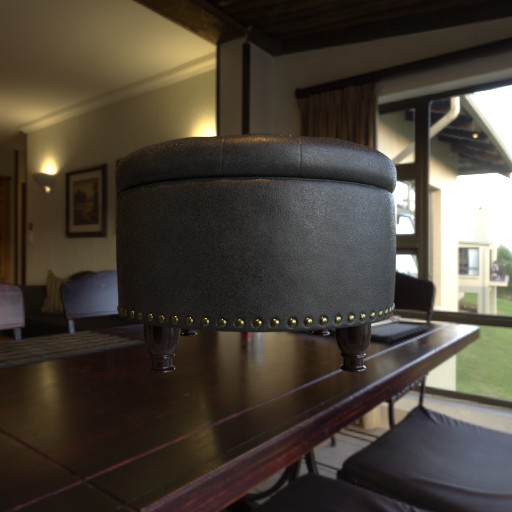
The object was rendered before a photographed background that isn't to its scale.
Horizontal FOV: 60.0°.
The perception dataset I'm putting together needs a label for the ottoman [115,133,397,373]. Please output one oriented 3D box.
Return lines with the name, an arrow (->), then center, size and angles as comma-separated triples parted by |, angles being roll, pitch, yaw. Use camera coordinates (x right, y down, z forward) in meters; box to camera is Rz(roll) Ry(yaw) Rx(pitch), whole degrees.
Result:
ottoman -> 0.000, 0.000, 1.053 | 0.637, 0.442, 0.637 | 0, 0, 0
